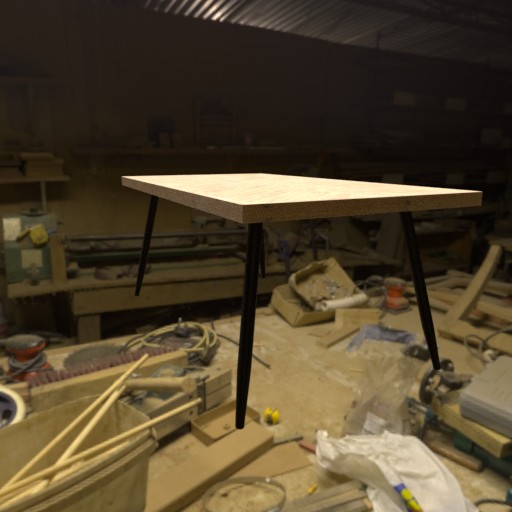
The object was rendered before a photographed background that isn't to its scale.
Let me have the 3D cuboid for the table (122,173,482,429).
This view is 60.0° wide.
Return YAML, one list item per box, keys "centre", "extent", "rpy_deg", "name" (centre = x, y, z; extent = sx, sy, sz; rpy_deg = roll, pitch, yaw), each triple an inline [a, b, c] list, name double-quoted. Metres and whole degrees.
- centre: [0.000, 0.000, 2.312]
  extent: [0.991, 0.762, 1.803]
  rpy_deg: [-6, 14, -26]
  name: "table"
